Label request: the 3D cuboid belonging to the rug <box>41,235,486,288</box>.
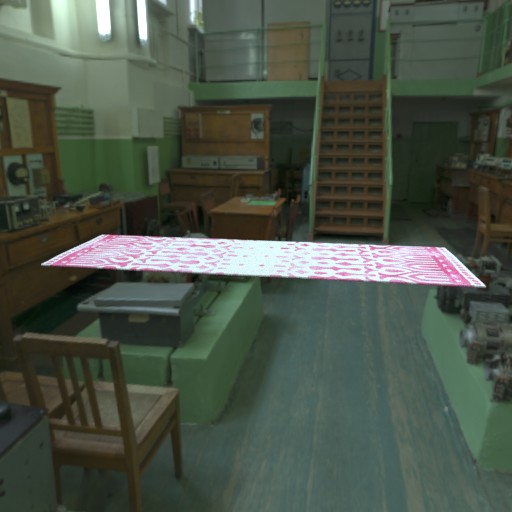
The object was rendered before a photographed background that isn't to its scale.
[{"bbox_3d":[0.000,0.000,2.770,2.458,0.011,0.787,2,16,9],"label":"rug"}]
